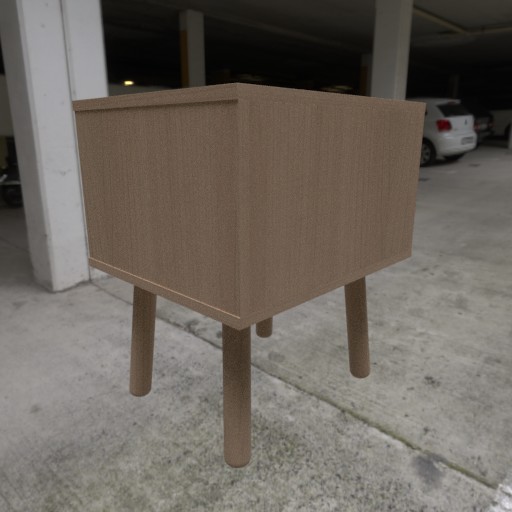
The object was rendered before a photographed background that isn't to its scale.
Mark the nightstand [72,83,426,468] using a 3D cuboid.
[{"bbox_3d":[0.000,0.000,0.806,0.380,0.530,0.450,15,21,42],"label":"nightstand"}]
